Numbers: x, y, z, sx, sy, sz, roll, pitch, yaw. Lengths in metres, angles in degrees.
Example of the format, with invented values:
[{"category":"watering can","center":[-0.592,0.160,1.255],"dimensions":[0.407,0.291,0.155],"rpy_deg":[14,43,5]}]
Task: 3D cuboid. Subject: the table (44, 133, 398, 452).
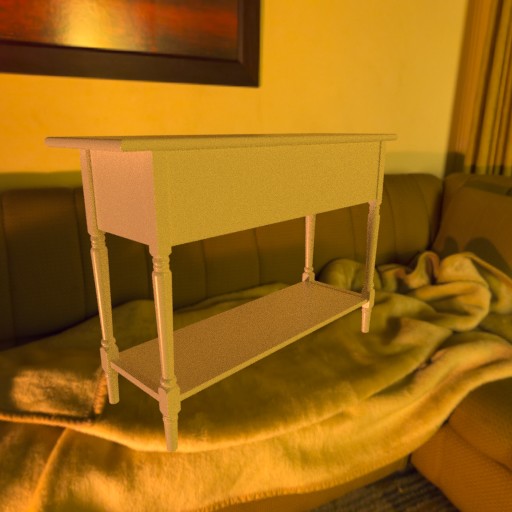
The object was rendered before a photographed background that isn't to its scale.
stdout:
[{"category":"table","center":[0.000,0.000,1.547],"dimensions":[0.386,0.814,1.191],"rpy_deg":[15,22,42]}]
